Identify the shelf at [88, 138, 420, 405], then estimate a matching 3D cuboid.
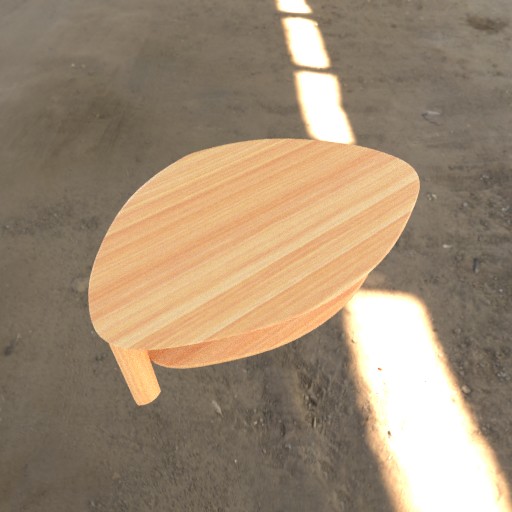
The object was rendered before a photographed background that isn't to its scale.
[{"bbox_3d":[0.000,0.000,1.651,1.246,0.440,0.845,-29,54,-24],"label":"shelf"}]
